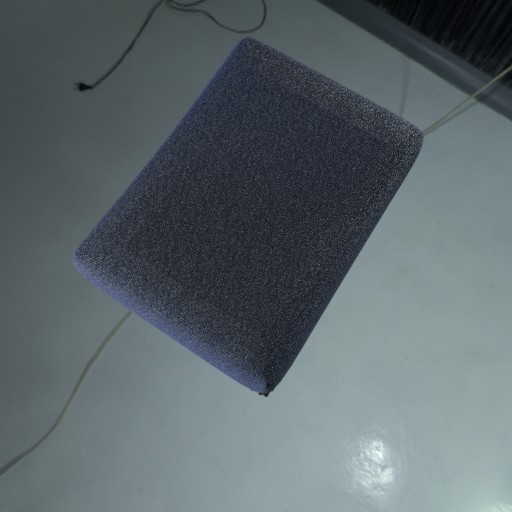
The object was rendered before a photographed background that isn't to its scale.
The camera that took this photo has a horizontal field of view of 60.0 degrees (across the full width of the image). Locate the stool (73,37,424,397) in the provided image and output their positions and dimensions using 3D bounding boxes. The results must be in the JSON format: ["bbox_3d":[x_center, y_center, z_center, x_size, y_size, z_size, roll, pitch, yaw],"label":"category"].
[{"bbox_3d":[0.000,0.000,1.015,0.358,0.740,0.498,32,77,8],"label":"stool"}]
